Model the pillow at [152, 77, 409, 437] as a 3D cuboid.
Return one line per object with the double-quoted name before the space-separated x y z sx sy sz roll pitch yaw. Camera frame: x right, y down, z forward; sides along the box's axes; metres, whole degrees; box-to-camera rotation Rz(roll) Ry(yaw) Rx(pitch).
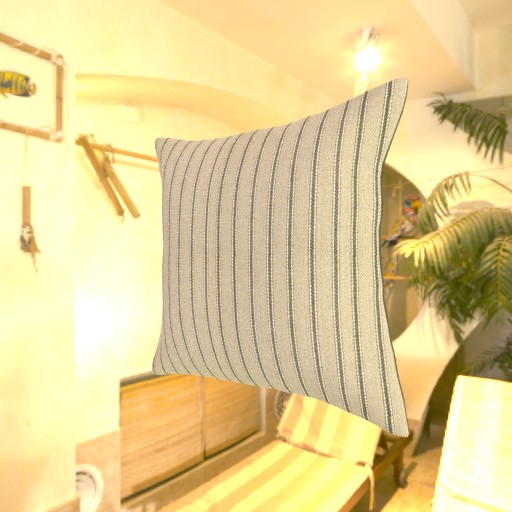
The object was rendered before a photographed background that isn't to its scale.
"pillow" 0.000 0.000 0.682 0.468 0.444 0.138 0 0 36
